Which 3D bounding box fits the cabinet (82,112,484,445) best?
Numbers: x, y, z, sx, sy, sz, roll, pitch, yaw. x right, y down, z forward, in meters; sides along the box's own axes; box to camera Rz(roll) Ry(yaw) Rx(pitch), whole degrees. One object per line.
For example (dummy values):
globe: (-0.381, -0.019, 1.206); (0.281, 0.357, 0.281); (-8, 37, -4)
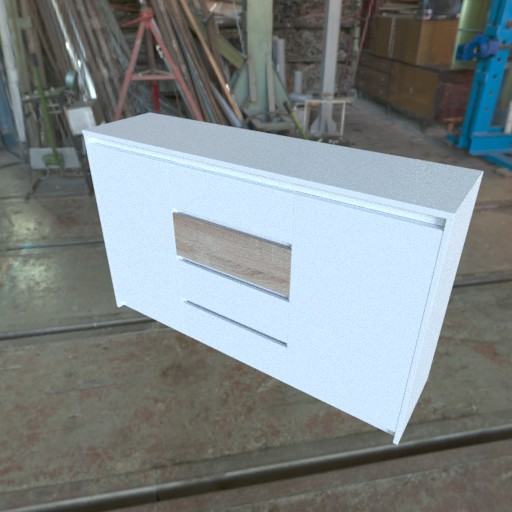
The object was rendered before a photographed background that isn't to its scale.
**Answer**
cabinet: (0.000, 0.000, 1.818); (1.450, 0.900, 0.380); (19, 35, 29)
